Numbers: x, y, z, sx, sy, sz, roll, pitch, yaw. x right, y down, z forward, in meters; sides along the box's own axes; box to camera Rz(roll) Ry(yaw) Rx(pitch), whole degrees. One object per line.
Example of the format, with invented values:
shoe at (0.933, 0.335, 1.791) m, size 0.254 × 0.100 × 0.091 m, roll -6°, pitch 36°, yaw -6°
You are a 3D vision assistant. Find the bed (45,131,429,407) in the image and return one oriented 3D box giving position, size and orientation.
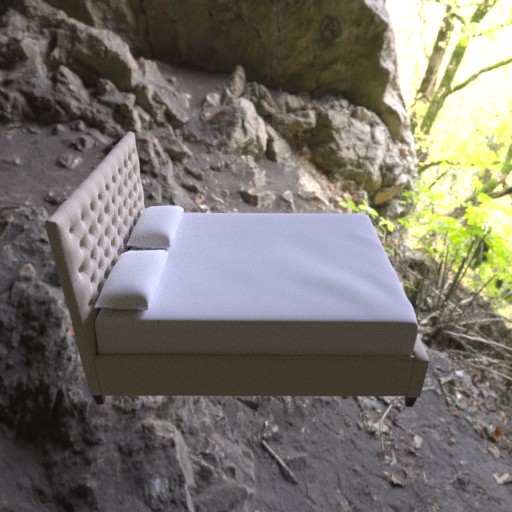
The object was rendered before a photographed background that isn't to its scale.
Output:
bed at (0.000, 0.000, 3.376) m, size 2.233 × 1.426 × 1.696 m, roll 0°, pitch 31°, yaw 1°
